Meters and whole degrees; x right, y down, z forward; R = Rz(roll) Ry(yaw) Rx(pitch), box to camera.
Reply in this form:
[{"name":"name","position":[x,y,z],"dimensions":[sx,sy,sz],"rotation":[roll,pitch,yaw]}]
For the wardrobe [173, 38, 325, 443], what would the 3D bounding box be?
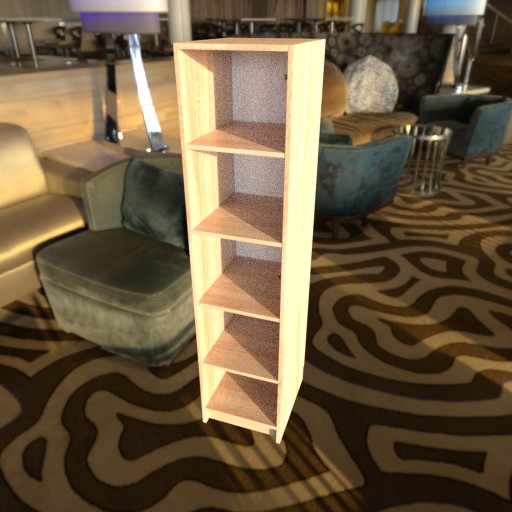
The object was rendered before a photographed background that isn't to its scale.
[{"name":"wardrobe","position":[0.000,0.000,2.422],"dimensions":[0.496,2.117,0.588],"rotation":[9,29,17]}]
